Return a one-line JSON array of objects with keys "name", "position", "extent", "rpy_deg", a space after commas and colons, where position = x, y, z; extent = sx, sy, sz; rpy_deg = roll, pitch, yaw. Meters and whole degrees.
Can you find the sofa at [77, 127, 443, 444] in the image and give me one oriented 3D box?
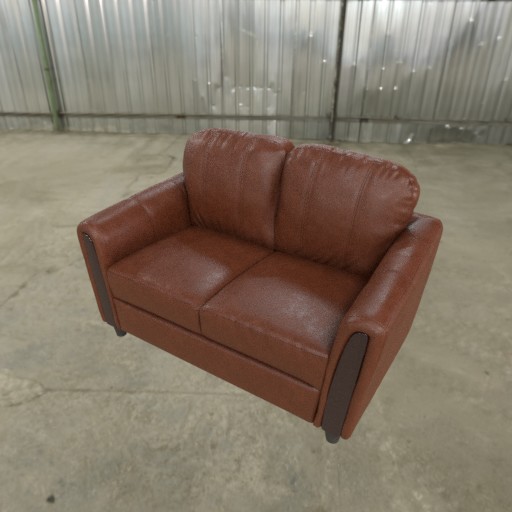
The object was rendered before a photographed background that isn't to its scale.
[{"name": "sofa", "position": [0.000, 0.000, 1.956], "extent": [1.406, 0.906, 0.805], "rpy_deg": [17, 33, 29]}]
